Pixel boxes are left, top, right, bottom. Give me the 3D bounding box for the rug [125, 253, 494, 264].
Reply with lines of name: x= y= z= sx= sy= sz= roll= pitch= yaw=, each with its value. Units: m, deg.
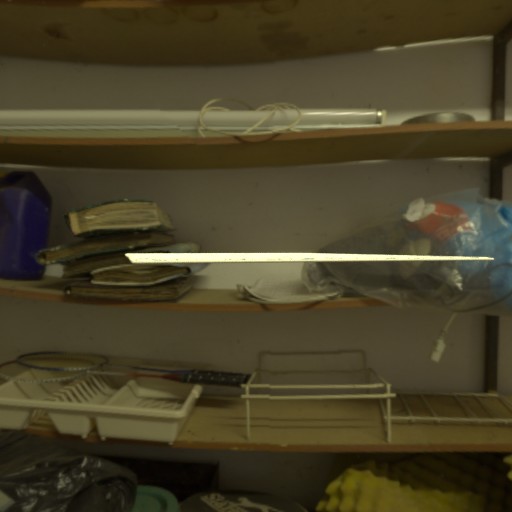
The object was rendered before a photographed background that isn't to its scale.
rug: x=0.000 y=0.000 z=2.826 sx=1.586 sy=0.014 sz=2.197 roll=0 pitch=1 yaw=-17
